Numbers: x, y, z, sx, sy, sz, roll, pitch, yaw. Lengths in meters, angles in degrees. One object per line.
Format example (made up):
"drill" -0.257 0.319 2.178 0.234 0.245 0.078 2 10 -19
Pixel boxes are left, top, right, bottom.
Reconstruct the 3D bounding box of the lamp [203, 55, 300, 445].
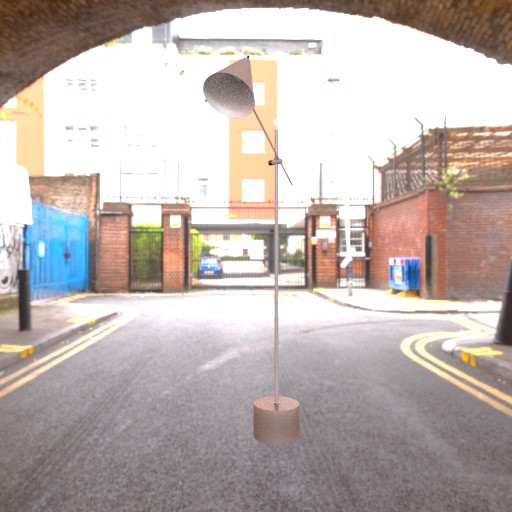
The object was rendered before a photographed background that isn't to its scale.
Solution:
"lamp" 0.000 0.000 1.637 0.223 1.430 0.508 0 -1 37
